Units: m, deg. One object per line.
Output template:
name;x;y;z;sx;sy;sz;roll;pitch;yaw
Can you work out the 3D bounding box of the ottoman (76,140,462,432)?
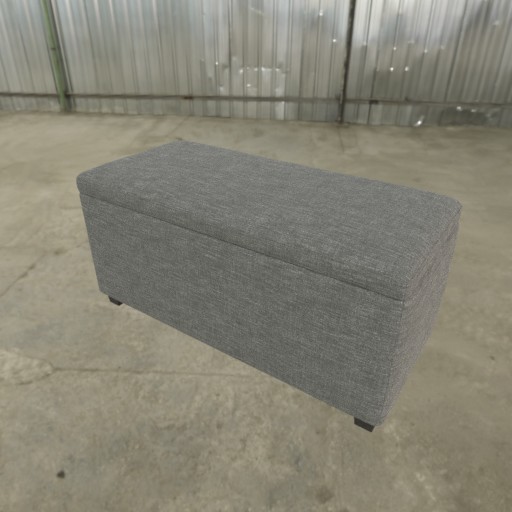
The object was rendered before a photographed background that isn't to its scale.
ottoman;0.000;0.000;1.174;0.902;0.432;0.419;19;35;29
